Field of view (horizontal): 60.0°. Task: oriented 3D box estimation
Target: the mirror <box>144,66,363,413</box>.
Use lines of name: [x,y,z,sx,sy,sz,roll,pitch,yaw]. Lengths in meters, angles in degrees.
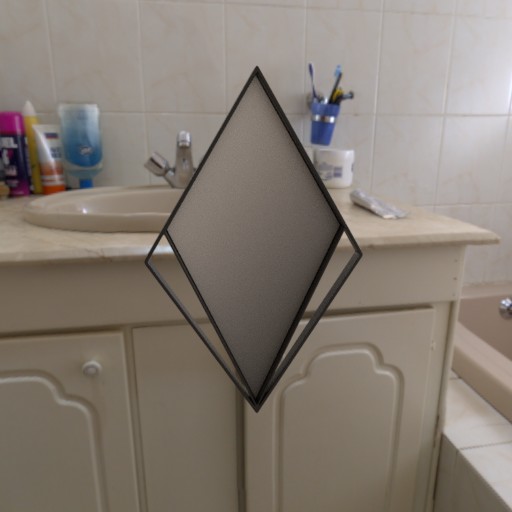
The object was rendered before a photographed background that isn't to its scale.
mirror: [0.000,0.000,0.858,0.419,0.679,0.032,-2,16,-7]
